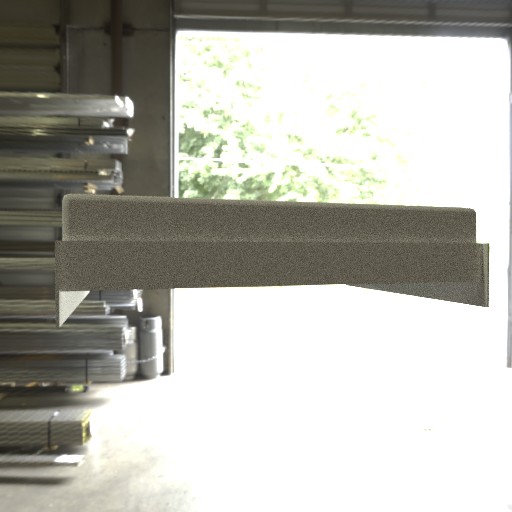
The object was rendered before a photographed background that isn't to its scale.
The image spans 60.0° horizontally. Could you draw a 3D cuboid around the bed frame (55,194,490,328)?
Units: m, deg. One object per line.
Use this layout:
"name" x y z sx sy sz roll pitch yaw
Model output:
"bed frame" 0.000 0.000 2.574 1.945 0.497 1.445 0 1 -16
